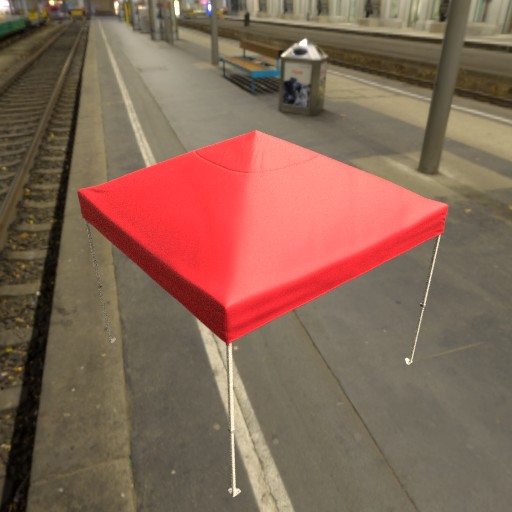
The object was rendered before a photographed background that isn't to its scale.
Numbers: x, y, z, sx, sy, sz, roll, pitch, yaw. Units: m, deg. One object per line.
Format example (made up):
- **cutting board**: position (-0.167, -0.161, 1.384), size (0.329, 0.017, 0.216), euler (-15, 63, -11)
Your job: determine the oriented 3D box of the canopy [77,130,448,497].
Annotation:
- **canopy**: position (0.000, 0.000, 5.350), size (2.996, 2.997, 2.998), euler (-22, 36, -33)
